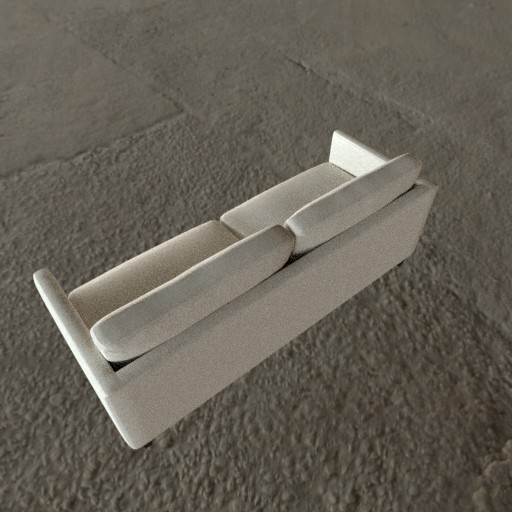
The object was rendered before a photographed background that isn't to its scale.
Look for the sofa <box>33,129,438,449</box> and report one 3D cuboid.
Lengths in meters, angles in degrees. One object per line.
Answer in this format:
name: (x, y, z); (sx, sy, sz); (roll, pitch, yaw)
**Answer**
sofa: (0.000, 0.000, 2.880); (2.434, 0.965, 0.948); (-30, 54, -25)
